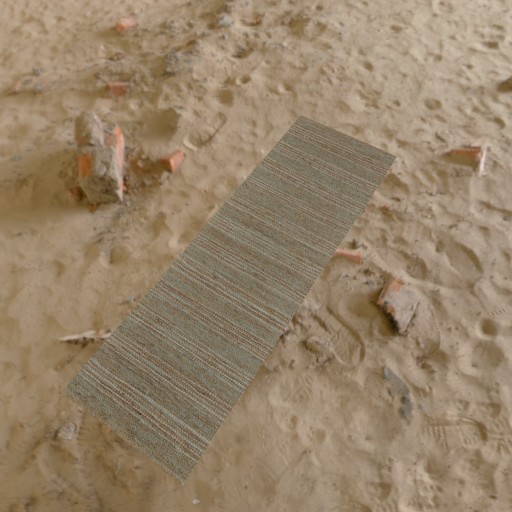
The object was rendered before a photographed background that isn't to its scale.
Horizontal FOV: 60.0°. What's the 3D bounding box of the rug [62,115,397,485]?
[{"bbox_3d":[0.000,0.000,2.676,0.783,0.006,2.438,29,63,16],"label":"rug"}]
